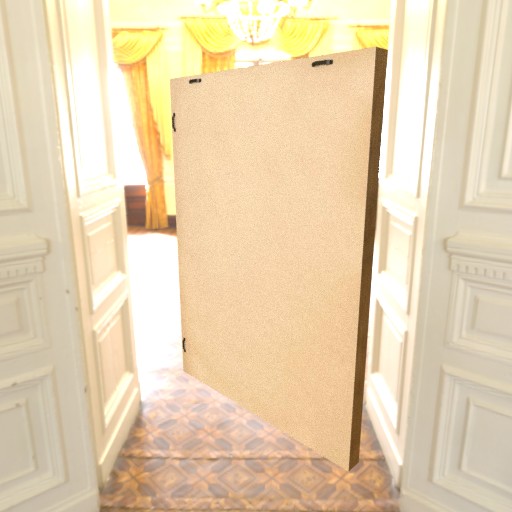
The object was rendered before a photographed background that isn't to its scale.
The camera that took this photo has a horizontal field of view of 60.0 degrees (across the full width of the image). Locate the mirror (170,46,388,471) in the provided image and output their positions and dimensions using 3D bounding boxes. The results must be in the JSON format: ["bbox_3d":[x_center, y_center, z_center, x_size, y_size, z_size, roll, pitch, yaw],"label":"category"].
[{"bbox_3d":[0.000,0.000,0.897,0.039,0.711,0.508,-14,21,-43],"label":"mirror"}]
